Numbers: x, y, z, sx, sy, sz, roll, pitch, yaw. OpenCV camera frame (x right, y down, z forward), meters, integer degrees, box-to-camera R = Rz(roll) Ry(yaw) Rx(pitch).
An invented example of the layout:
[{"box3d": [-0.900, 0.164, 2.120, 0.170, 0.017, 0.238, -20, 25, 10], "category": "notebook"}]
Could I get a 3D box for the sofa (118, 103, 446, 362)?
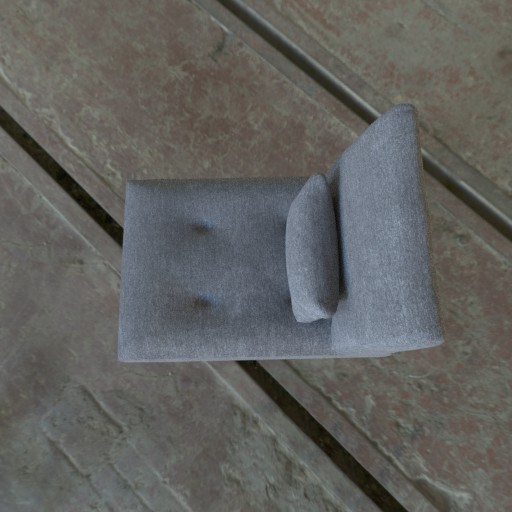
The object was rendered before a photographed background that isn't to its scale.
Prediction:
[{"box3d": [0.000, 0.000, 1.551, 1.000, 0.820, 0.700, -1, 76, 0], "category": "sofa"}]
